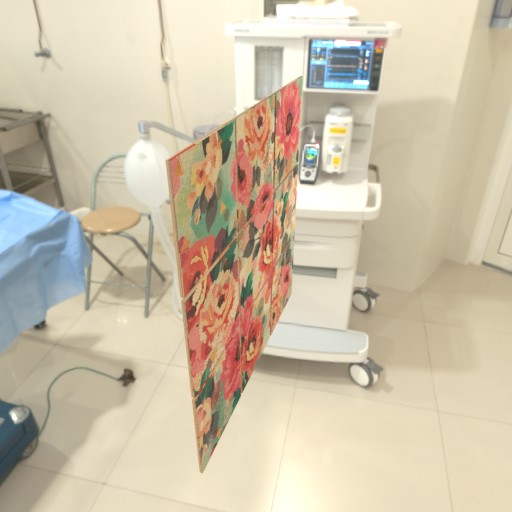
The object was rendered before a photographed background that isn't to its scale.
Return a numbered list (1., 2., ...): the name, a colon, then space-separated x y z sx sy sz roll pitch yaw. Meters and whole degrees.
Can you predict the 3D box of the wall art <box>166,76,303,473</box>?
1. wall art: 0.000 0.000 1.842 0.013 1.220 1.216 11 33 17
